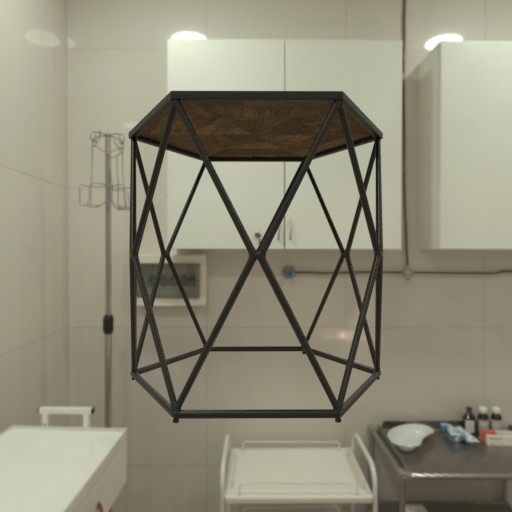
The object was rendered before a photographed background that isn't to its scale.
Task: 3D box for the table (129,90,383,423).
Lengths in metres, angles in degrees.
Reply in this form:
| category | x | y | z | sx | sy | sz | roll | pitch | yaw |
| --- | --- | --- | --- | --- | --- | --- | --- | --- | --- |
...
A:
| category | x | y | z | sx | sy | sz | roll | pitch | yaw |
| --- | --- | --- | --- | --- | --- | --- | --- | --- | --- |
| table | 0.000 | 0.000 | 1.010 | 0.578 | 0.564 | 0.579 | 0 | 1 | 0 |
